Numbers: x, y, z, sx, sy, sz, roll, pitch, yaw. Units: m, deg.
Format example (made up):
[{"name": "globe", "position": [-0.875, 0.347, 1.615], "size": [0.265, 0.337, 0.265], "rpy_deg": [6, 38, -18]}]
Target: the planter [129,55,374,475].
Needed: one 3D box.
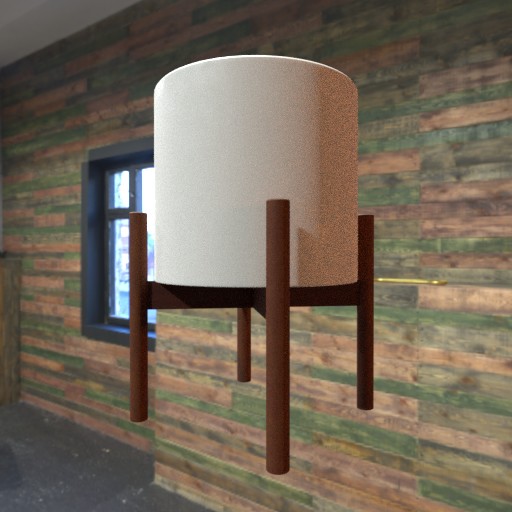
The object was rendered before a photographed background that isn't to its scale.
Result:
[{"name": "planter", "position": [0.000, 0.000, 0.502], "size": [0.224, 0.358, 0.224], "rpy_deg": [0, 1, 37]}]
